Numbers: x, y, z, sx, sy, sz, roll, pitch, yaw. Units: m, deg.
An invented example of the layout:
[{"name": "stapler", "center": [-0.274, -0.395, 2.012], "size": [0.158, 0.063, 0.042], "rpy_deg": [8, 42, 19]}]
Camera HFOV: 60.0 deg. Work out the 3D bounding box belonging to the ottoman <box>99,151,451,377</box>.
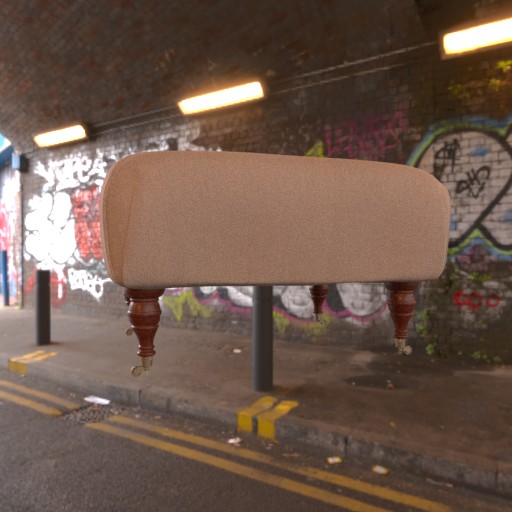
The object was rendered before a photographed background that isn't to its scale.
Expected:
[{"name": "ottoman", "center": [0.000, 0.000, 1.135], "size": [0.746, 0.450, 0.639], "rpy_deg": [0, 0, -18]}]
